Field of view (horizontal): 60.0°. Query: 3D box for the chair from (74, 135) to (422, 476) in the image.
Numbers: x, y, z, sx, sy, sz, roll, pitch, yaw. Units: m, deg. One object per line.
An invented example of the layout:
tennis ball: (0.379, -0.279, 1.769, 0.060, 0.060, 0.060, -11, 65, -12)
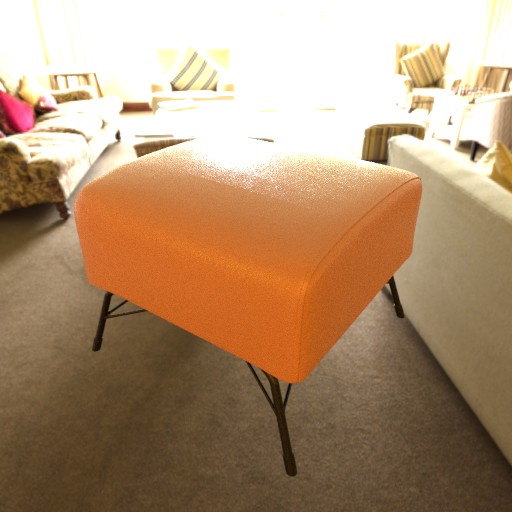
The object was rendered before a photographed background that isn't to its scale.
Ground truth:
chair: (0.000, 0.000, 0.939, 0.530, 0.410, 0.530, 20, 35, 30)
